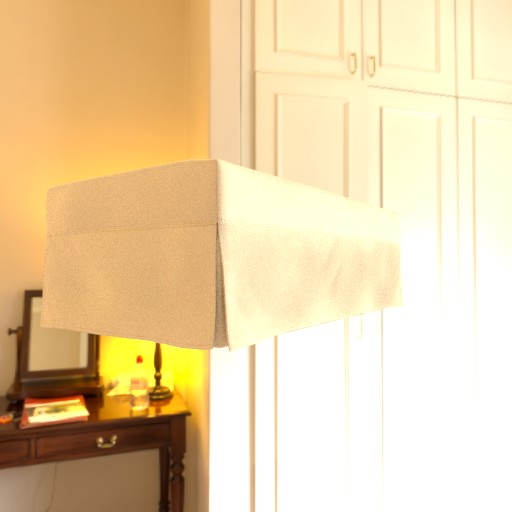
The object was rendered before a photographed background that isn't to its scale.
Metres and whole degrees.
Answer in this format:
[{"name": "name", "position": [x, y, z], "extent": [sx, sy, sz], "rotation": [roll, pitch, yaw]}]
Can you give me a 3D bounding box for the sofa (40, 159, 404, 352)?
[{"name": "sofa", "position": [0.000, 0.000, 2.112], "extent": [0.939, 0.552, 1.677], "rotation": [-1, -1, 35]}]
